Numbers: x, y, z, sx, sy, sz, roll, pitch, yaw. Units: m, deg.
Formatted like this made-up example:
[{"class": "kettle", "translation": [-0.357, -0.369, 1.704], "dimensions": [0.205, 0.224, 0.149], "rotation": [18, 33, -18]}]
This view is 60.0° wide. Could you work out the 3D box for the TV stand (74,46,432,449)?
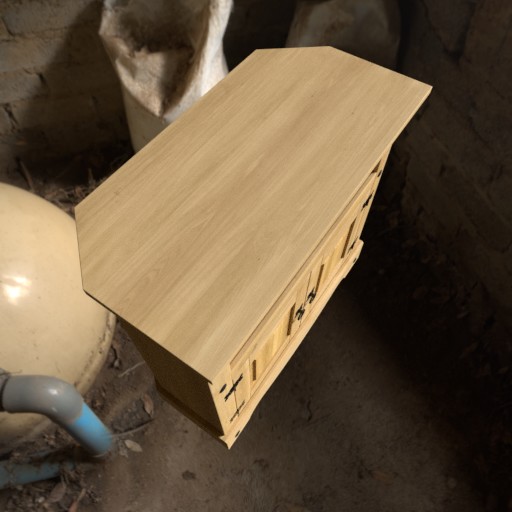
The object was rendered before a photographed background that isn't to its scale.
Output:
[{"class": "TV stand", "translation": [0.000, 0.000, 1.258], "dimensions": [0.425, 0.781, 0.851], "rotation": [30, 63, 18]}]
